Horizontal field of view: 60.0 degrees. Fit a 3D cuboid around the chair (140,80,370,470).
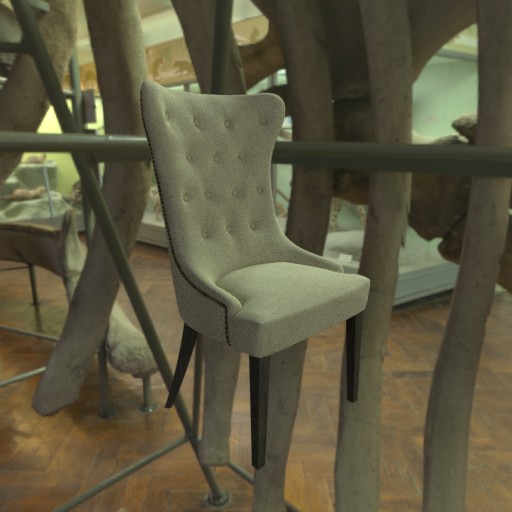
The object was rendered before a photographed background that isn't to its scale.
[{"bbox_3d":[0.000,0.000,1.448,0.584,1.065,0.590,-14,20,-43],"label":"chair"}]
